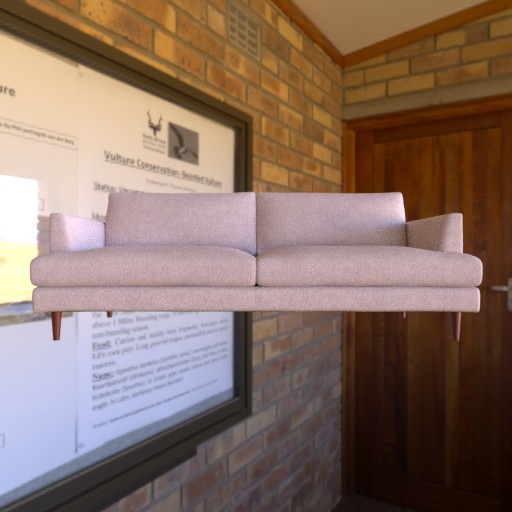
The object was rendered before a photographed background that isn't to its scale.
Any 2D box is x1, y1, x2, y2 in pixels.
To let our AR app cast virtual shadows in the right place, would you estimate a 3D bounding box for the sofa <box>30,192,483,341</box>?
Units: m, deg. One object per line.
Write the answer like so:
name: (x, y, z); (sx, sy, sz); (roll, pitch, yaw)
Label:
sofa: (0.000, 0.000, 2.690); (2.250, 0.868, 1.020); (0, 0, 0)
